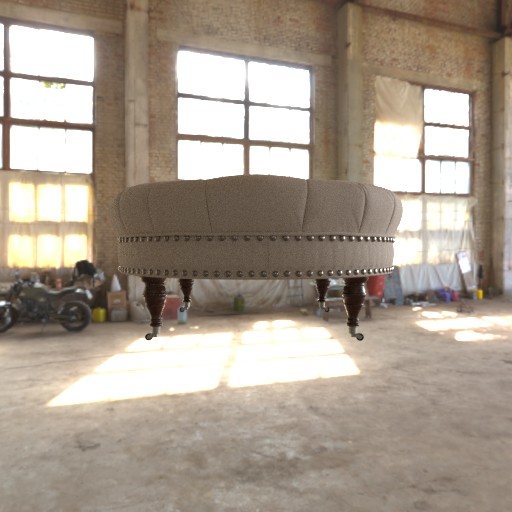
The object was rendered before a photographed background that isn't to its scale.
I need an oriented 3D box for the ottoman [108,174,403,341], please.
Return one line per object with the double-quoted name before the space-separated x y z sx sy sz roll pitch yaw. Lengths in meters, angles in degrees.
"ottoman" 0.000 0.000 1.428 0.901 0.439 0.901 0 1 0
